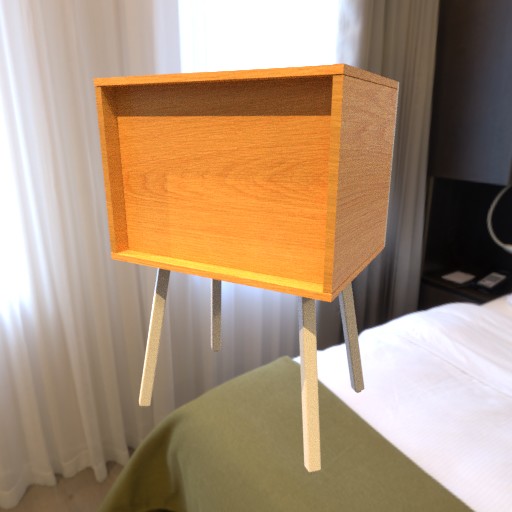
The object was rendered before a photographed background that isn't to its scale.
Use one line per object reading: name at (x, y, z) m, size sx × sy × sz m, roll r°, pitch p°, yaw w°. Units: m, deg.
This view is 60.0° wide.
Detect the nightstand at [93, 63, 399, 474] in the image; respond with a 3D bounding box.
nightstand at (0.000, 0.000, 0.814) m, size 0.400 × 0.601 × 0.316 m, roll 9°, pitch 19°, yaw 27°
